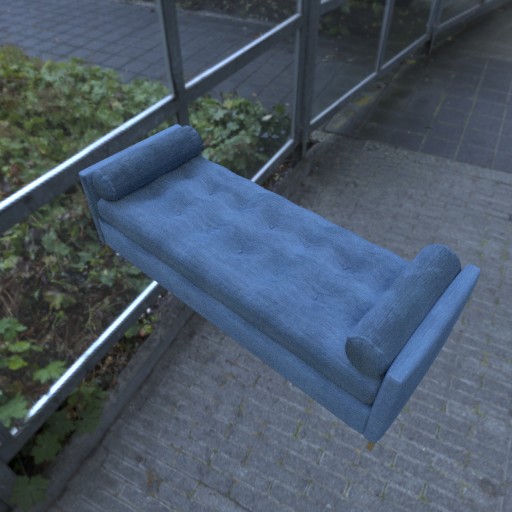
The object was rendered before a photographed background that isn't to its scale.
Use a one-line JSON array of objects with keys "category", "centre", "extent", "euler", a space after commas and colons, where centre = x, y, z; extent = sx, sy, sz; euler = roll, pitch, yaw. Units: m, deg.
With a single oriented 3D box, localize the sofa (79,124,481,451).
[{"category": "sofa", "centre": [0.000, 0.000, 2.504], "extent": [2.102, 0.705, 0.796], "euler": [31, 52, 28]}]
